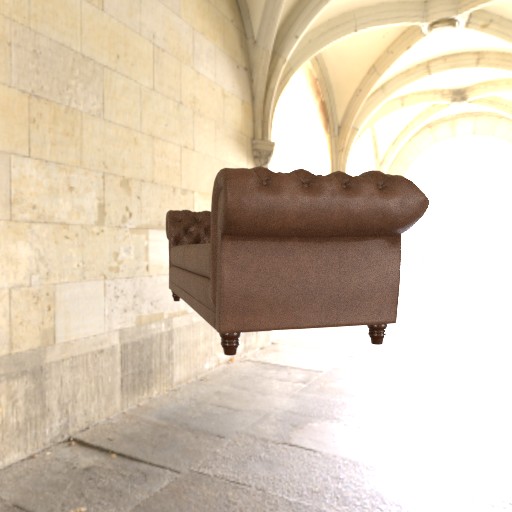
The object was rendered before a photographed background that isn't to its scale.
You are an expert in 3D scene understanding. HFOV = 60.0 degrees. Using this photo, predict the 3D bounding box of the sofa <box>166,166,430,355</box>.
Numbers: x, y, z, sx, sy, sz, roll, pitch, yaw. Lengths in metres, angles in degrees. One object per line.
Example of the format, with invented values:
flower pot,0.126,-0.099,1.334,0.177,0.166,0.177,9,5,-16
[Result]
sofa,0.000,0.000,2.858,0.944,0.783,2.385,0,1,-17
